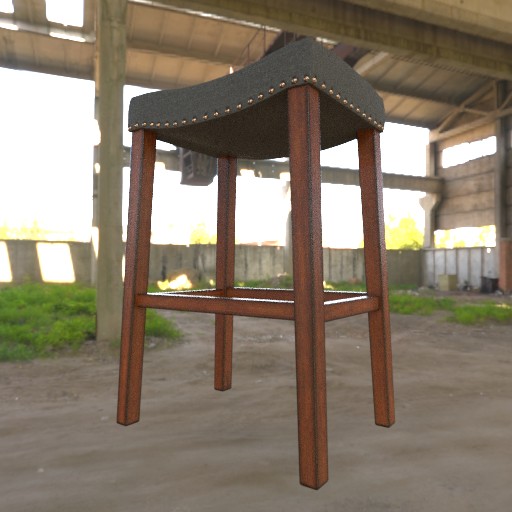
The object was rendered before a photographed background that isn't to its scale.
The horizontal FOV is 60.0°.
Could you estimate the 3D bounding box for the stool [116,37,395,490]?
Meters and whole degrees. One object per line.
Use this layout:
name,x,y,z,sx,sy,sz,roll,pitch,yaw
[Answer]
stool,0.000,0.000,0.994,0.502,0.748,0.366,-1,-1,36
